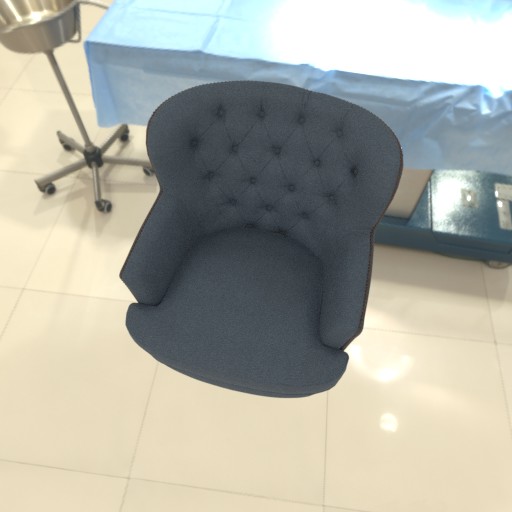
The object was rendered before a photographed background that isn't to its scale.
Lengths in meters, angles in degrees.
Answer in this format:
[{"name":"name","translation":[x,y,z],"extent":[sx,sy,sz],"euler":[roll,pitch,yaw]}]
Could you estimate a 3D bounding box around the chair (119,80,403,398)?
[{"name":"chair","translation":[0.000,0.000,1.642],"extent":[0.848,0.868,0.906],"euler":[12,57,8]}]
